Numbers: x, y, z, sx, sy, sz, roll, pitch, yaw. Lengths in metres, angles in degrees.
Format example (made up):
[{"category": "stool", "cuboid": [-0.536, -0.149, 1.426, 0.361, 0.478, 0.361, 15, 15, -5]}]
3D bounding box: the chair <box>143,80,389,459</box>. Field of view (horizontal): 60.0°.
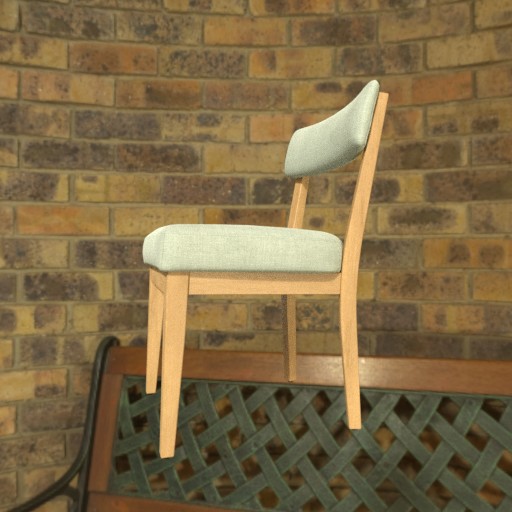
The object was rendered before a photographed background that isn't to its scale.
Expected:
[{"category": "chair", "cuboid": [0.000, 0.000, 1.198, 0.572, 0.832, 0.508, 0, 1, -18]}]
